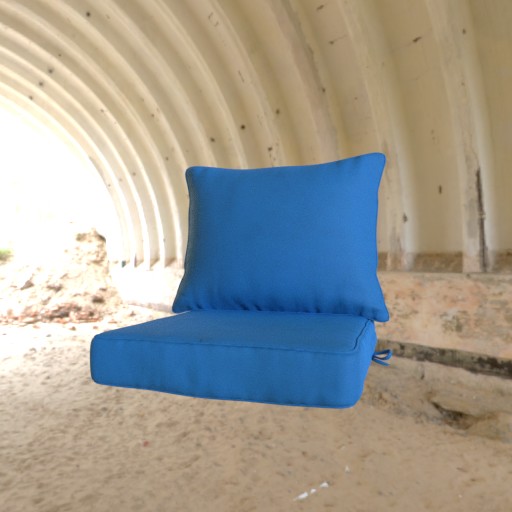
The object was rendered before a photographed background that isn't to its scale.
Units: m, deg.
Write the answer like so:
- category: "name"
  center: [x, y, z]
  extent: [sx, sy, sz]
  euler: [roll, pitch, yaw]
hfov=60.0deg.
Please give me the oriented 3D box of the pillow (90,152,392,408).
- category: "pillow"
  center: [0.000, 0.000, 1.377]
  extent: [0.798, 0.725, 0.733]
  euler: [0, -1, 18]
